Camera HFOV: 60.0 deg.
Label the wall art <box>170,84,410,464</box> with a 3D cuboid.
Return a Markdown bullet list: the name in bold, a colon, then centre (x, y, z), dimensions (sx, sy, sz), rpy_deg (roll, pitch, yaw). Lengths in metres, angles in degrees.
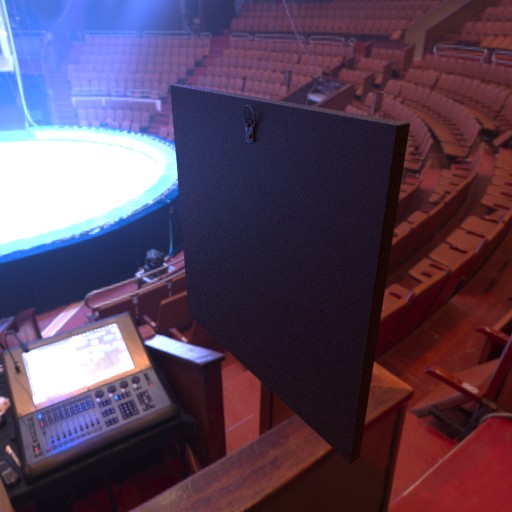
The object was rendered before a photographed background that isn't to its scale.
- **wall art**: centre (0.000, 0.000, 1.196), dimensions (0.043, 0.807, 0.805), rpy_deg (-18, 32, -32)
